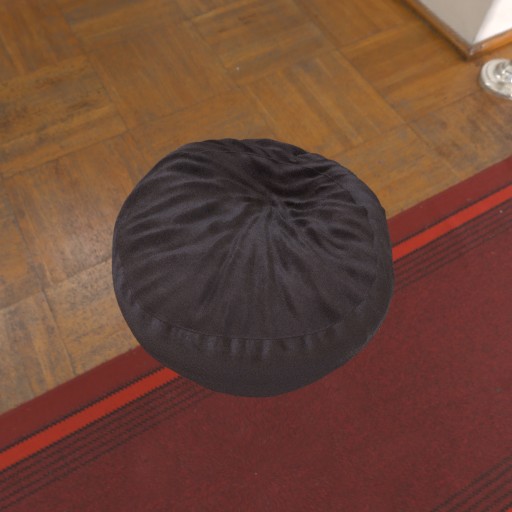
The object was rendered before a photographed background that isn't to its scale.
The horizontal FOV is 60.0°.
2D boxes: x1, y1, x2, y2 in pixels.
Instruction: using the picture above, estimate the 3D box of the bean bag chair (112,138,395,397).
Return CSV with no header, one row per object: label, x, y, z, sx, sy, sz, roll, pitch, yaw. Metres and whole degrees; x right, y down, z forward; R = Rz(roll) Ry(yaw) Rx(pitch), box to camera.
bean bag chair,0.000,0.000,2.065,1.245,0.821,1.245,0,64,0
